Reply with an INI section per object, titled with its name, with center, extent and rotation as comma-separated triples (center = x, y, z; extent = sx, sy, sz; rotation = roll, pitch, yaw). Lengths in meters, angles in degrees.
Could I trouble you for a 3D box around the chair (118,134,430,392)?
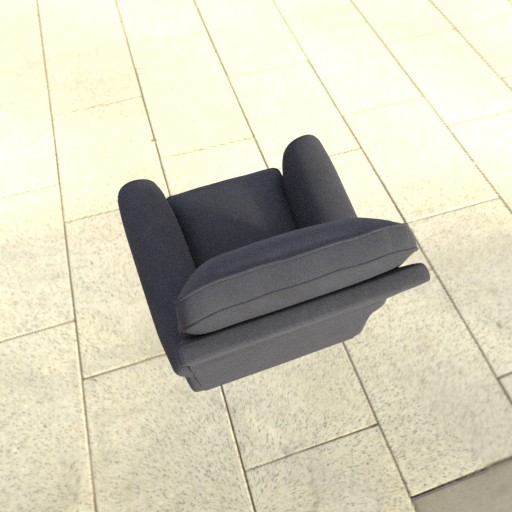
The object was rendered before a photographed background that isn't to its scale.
[chair]
center = 0.000, 0.000, 1.685
extent = 0.890, 0.961, 0.878
rotation = -17, 61, -10
